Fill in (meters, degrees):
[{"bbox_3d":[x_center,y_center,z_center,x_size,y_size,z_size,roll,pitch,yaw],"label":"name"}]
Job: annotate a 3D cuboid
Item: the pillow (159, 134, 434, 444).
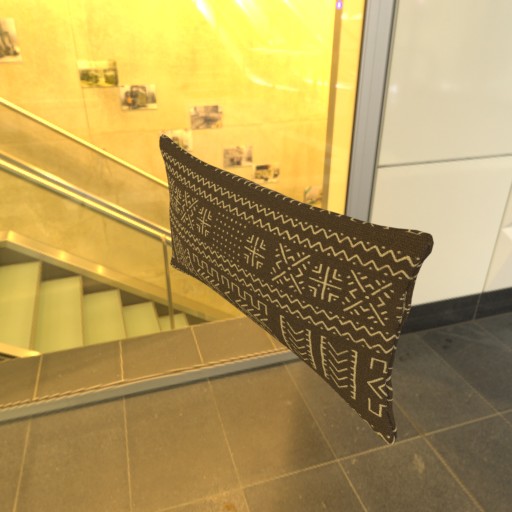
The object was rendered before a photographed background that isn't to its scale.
[{"bbox_3d":[0.000,0.000,0.789,0.135,0.322,0.667,-19,33,-32],"label":"pillow"}]
